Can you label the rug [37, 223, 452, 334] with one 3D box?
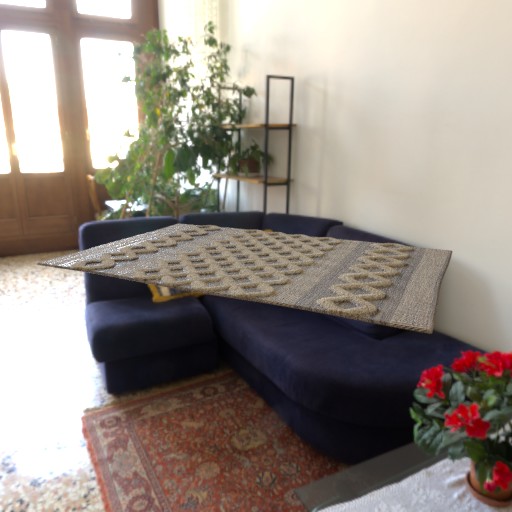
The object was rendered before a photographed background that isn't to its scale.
[{"bbox_3d":[0.000,0.000,2.948,2.333,0.033,1.513,7,16,25],"label":"rug"}]
